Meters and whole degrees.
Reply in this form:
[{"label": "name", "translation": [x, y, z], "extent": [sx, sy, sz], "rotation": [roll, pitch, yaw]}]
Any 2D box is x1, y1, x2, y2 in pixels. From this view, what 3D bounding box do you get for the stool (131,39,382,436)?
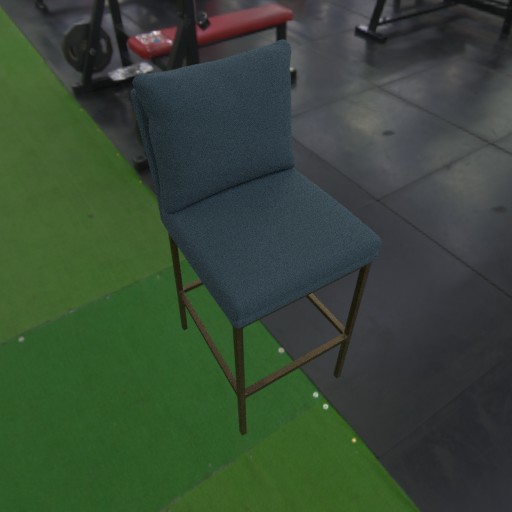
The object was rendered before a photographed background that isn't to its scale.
[{"label": "stool", "translation": [0.000, 0.000, 1.405], "extent": [0.463, 1.124, 0.568], "rotation": [-24, 51, -21]}]
